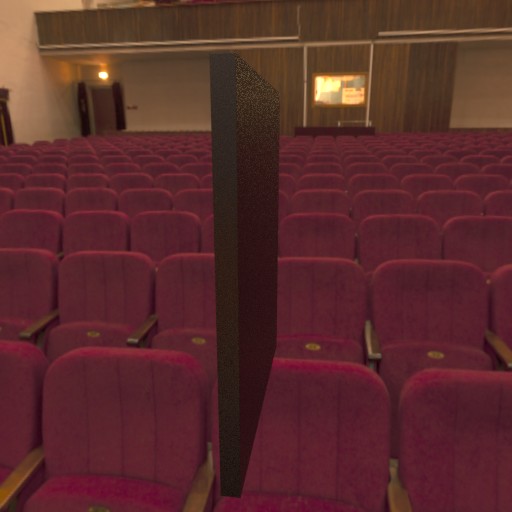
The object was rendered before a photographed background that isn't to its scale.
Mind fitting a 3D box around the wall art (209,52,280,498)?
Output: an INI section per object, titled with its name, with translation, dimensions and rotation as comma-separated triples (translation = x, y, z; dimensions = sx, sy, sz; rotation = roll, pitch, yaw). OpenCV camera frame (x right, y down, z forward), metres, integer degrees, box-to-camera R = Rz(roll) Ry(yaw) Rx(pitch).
[wall art]
translation = 0.000, 0.000, 0.748
dimensions = 0.028, 0.557, 0.457
rotation = 2, 15, 8
